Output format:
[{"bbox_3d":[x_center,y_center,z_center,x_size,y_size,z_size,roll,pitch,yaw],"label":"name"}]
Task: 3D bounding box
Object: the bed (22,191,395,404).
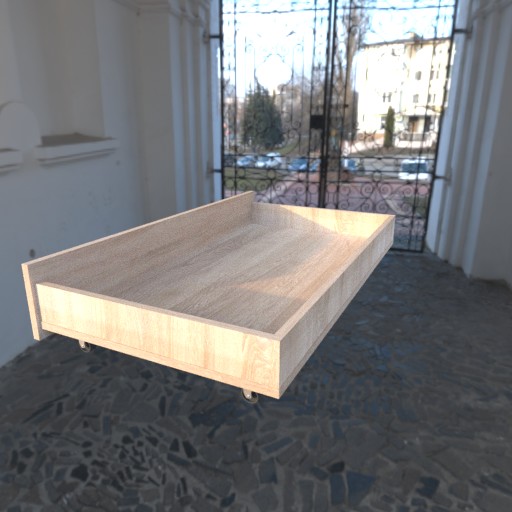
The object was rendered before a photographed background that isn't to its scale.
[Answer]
[{"bbox_3d":[0.000,0.000,1.465,0.685,0.209,1.200,9,20,25],"label":"bed"}]
